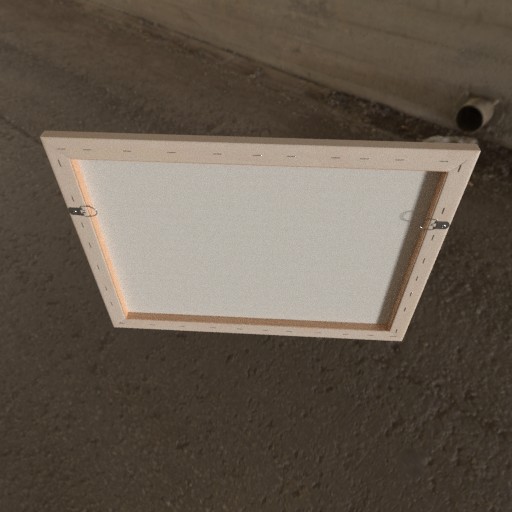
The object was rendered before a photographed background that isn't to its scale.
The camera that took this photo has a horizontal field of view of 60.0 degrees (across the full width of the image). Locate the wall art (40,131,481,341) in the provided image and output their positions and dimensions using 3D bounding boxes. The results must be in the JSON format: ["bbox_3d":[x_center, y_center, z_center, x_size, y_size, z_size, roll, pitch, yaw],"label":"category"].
[{"bbox_3d":[0.000,0.000,1.558,1.219,0.912,0.042,2,46,2],"label":"wall art"}]
